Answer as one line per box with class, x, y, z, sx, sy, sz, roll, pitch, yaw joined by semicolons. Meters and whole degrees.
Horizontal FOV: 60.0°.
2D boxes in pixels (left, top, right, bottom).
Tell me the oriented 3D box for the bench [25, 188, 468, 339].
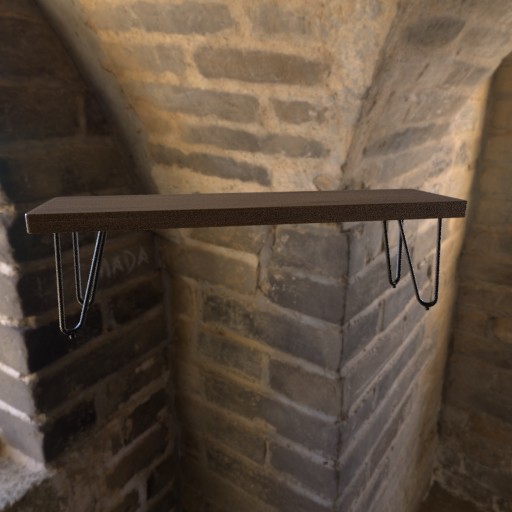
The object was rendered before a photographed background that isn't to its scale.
bench;0.000;0.000;1.792;1.570;0.462;0.425;-3;15;-11
